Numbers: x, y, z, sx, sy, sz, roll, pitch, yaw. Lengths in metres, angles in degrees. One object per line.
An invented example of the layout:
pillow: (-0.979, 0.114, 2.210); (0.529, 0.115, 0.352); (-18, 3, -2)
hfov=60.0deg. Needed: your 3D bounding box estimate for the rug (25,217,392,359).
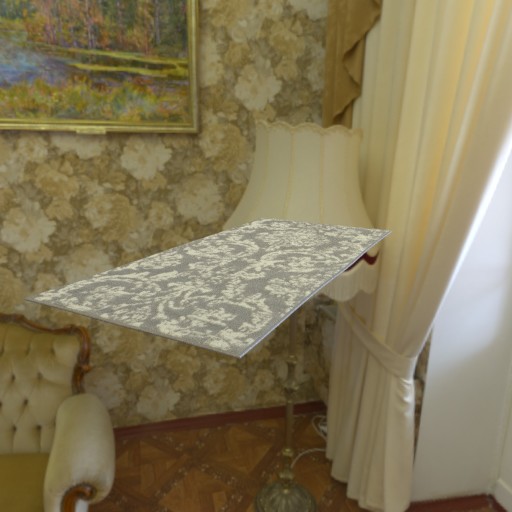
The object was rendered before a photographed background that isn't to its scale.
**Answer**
rug: (0.000, 0.000, 1.440); (0.604, 0.007, 1.219); (8, 17, 28)
